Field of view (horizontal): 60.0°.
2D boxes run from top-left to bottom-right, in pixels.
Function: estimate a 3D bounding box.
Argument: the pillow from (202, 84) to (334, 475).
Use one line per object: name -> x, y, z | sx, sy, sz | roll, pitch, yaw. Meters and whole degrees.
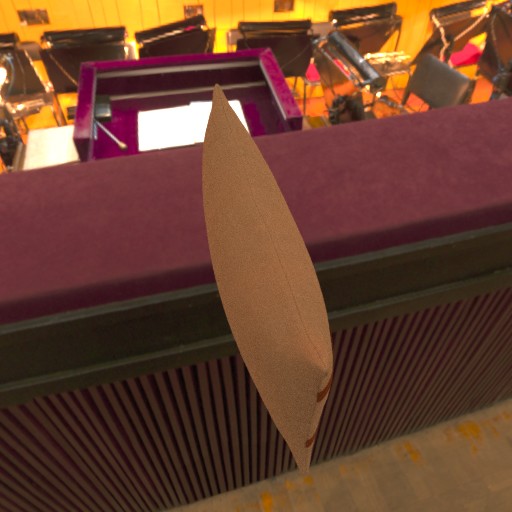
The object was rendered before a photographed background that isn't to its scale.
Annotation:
pillow -> 0.000, 0.000, 0.739 | 0.148, 0.308, 0.612 | -10, 49, -9
